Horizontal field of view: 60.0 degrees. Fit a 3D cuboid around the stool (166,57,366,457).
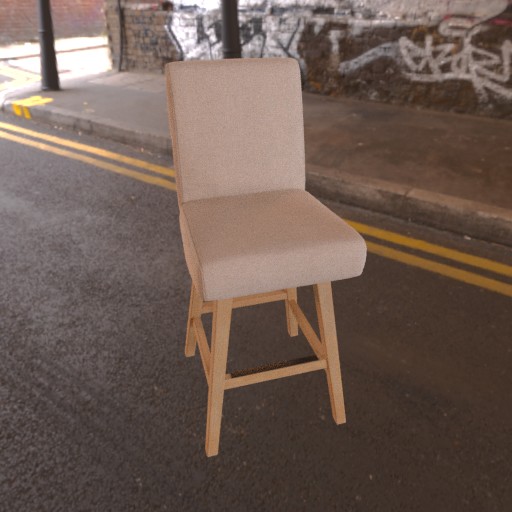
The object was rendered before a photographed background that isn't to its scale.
[{"bbox_3d":[0.000,0.000,1.307,0.446,1.015,0.543,-8,32,-14],"label":"stool"}]
